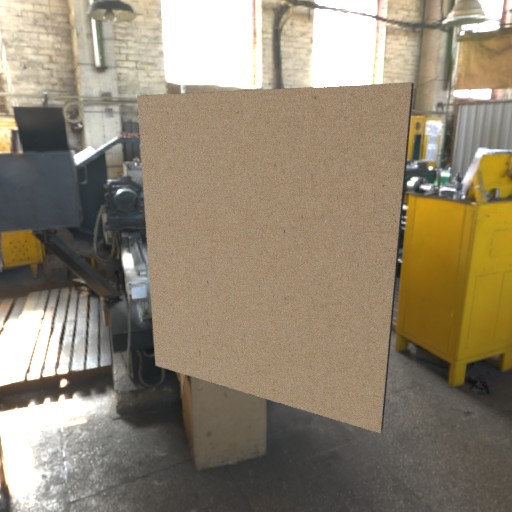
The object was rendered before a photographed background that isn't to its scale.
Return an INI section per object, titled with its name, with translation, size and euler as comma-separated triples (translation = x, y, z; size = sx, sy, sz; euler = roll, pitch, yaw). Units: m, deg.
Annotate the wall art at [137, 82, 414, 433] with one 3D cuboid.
[wall art]
translation = 0.000, 0.000, 1.229
size = 0.755, 0.863, 0.028
euler = 8, 18, 27
